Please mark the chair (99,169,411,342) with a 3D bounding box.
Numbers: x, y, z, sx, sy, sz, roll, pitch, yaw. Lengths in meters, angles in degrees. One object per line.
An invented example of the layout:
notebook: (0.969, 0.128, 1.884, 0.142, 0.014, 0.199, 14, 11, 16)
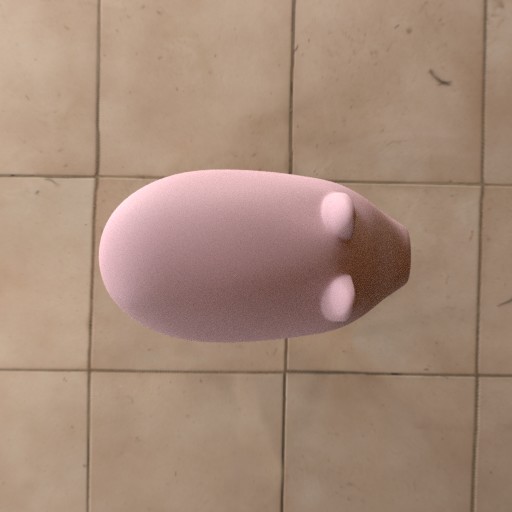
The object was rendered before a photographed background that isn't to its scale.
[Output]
chair: (0.000, 0.000, 0.887, 0.619, 0.423, 0.364, 0, 91, -1)
